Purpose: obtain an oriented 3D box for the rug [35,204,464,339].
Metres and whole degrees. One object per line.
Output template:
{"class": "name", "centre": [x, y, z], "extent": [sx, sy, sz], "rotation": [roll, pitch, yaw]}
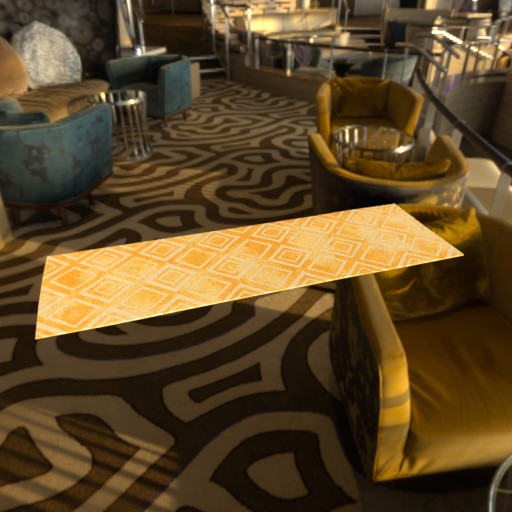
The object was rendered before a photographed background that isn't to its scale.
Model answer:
{"class": "rug", "centre": [0.000, 0.000, 2.702], "extent": [2.438, 0.010, 0.775], "rotation": [-10, 33, -15]}
